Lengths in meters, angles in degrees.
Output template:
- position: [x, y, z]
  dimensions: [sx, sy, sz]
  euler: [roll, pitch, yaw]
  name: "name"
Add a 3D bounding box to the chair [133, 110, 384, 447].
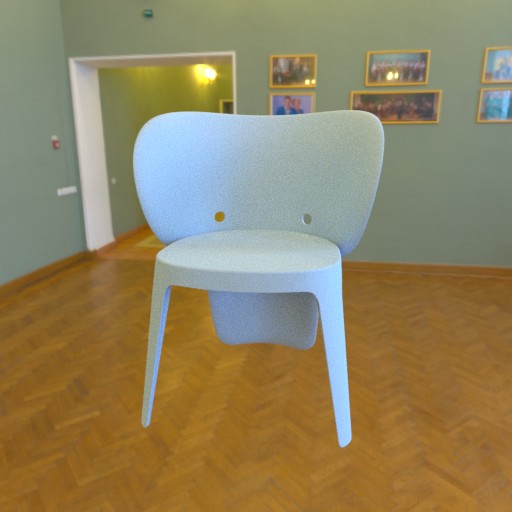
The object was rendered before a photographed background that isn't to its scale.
- position: [0.000, 0.000, 0.863]
  dimensions: [0.451, 0.554, 0.402]
  euler: [2, 15, 8]
  name: "chair"
